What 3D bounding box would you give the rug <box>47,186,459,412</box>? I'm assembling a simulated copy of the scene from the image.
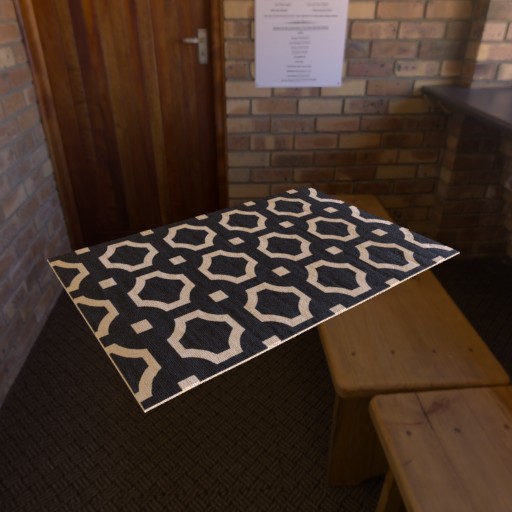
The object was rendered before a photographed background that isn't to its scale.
[{"bbox_3d":[0.000,0.000,2.966,2.286,0.016,1.555,-20,35,-31],"label":"rug"}]
